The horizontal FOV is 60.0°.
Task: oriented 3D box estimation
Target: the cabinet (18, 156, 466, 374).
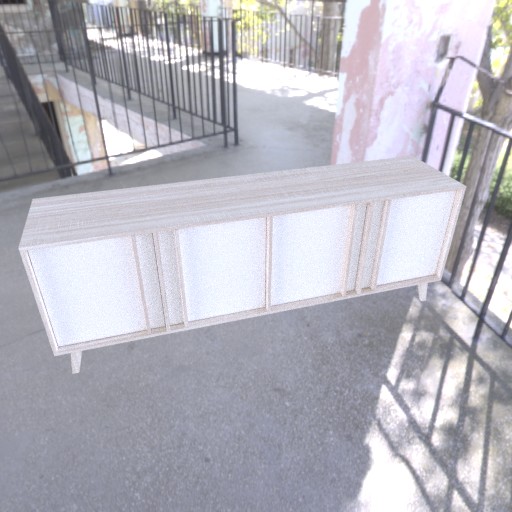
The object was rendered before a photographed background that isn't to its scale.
[{"bbox_3d":[0.000,0.000,2.508,2.200,0.780,0.500,-9,33,-14],"label":"cabinet"}]
